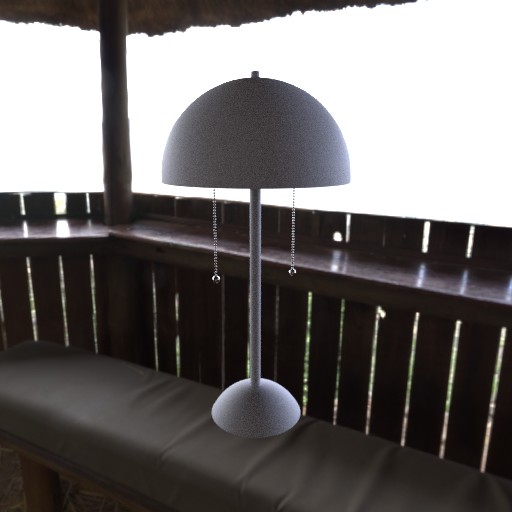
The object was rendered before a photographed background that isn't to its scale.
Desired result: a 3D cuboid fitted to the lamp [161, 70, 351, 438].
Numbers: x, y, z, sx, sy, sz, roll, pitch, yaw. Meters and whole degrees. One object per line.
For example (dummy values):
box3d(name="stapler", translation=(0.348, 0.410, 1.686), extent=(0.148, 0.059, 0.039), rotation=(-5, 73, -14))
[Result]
box3d(name="lamp", translation=(0.000, 0.000, 0.424), extent=(0.171, 0.330, 0.171), rotation=(0, 13, 0))
